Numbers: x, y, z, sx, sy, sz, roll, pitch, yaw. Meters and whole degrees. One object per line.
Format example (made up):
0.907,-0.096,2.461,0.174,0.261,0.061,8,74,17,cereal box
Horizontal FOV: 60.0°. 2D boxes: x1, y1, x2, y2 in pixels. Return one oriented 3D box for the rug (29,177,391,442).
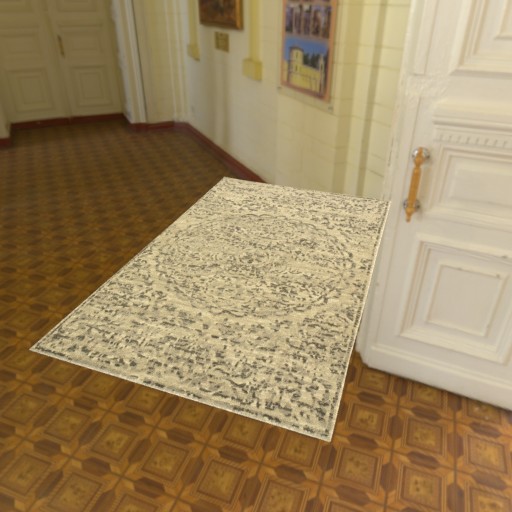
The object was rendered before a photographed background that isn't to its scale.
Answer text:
0.000,0.000,2.974,1.527,0.021,2.447,11,33,17,rug
